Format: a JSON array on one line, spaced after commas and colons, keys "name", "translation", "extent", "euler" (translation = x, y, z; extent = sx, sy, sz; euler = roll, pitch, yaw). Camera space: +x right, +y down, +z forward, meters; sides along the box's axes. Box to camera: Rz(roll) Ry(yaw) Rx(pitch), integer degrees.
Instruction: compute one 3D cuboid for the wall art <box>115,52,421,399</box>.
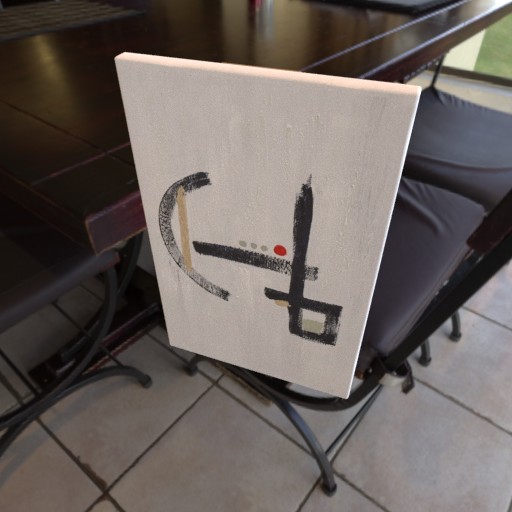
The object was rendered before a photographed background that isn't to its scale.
[{"name": "wall art", "translation": [0.000, 0.000, 1.131], "extent": [0.602, 0.916, 0.048], "euler": [13, 42, 15]}]
